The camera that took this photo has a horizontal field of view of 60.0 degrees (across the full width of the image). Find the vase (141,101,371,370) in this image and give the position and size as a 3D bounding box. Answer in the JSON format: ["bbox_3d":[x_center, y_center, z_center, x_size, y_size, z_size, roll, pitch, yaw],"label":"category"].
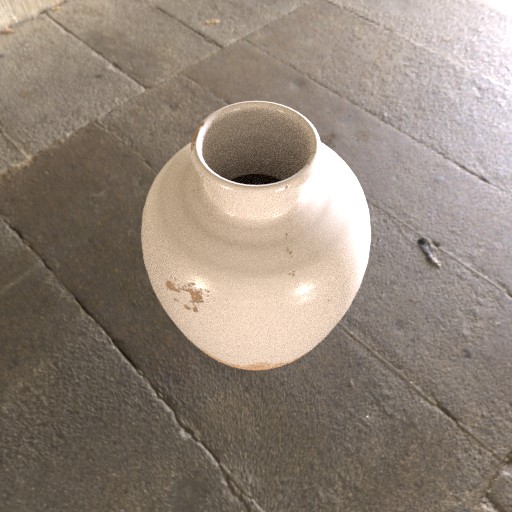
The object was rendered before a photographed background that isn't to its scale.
[{"bbox_3d":[0.000,0.000,0.335,0.158,0.228,0.158,0,57,0],"label":"vase"}]
